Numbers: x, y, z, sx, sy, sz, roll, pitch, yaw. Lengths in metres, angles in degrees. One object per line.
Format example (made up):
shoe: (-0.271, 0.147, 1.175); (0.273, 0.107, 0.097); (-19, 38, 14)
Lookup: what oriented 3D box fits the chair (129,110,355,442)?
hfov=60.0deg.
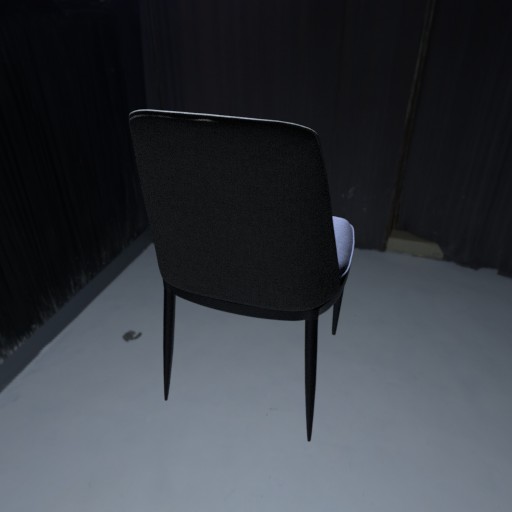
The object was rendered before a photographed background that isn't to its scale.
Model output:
chair: (0.000, 0.000, 1.173); (0.488, 0.855, 0.550); (10, 33, 16)
